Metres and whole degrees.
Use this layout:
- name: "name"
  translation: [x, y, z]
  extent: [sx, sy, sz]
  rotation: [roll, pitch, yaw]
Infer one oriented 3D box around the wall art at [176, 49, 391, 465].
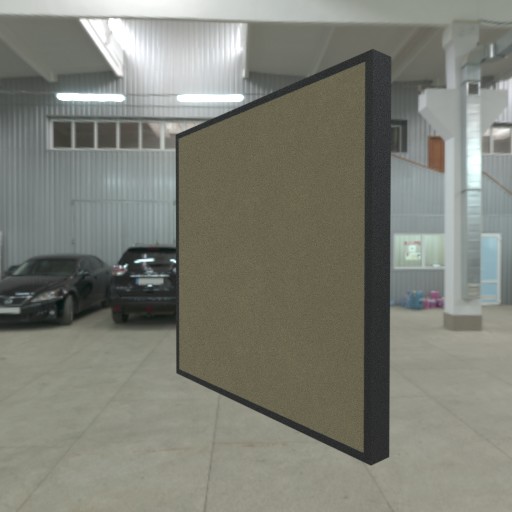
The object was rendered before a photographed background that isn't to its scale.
- name: "wall art"
  translation: [0.000, 0.000, 0.751]
  extent: [0.037, 0.507, 0.509]
  rotation: [-1, 1, -38]
